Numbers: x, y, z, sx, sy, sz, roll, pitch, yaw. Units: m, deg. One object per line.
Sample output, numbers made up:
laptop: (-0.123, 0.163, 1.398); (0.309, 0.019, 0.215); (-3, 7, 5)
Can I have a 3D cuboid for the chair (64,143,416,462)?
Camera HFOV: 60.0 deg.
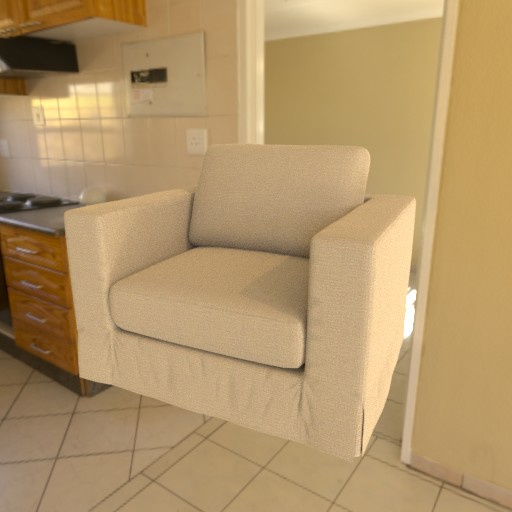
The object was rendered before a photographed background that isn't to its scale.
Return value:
chair: (0.000, 0.000, 1.815); (1.150, 0.878, 0.957); (7, 17, 24)
